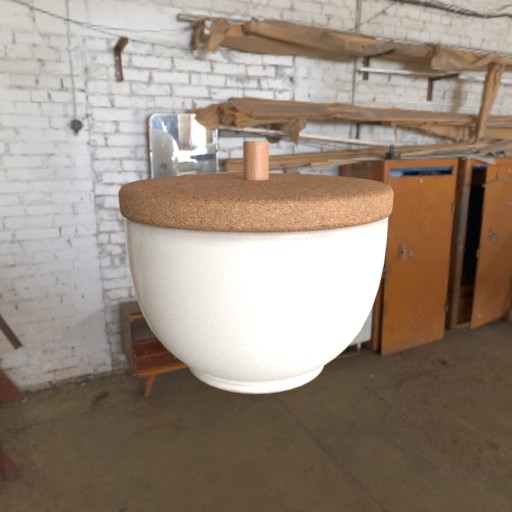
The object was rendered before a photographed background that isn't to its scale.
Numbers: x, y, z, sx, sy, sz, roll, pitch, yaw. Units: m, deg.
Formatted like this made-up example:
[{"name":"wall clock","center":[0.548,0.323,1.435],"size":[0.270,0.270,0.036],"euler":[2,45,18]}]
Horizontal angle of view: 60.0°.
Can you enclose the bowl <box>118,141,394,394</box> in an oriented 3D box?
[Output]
[{"name":"bowl","center":[0.000,0.000,0.220],"size":[0.126,0.110,0.126],"euler":[0,14,0]}]
